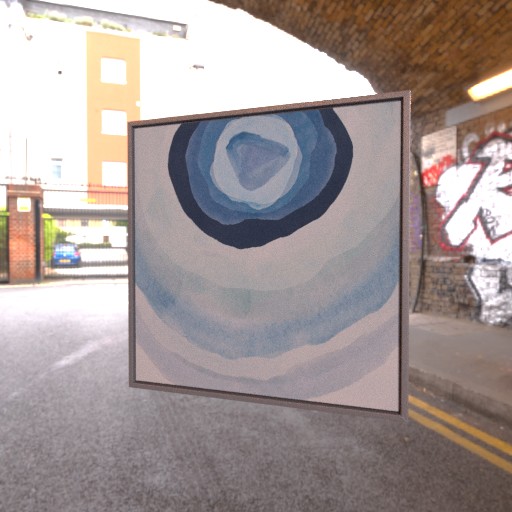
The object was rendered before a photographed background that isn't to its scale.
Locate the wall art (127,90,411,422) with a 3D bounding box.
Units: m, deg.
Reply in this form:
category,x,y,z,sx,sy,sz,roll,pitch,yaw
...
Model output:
category,x,y,z,sx,sy,sz,roll,pitch,yaw
wall art,0.000,0.000,0.533,0.349,0.349,0.028,0,1,20
